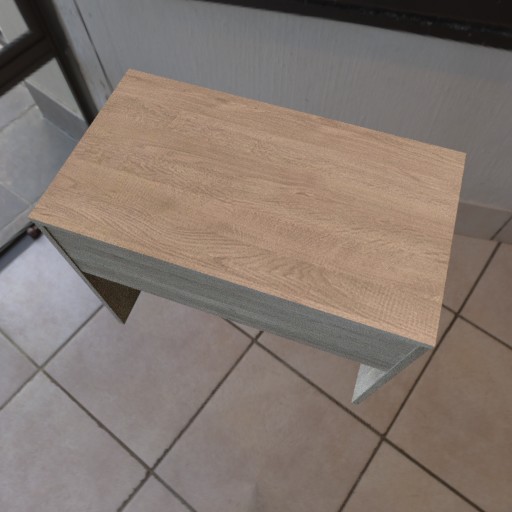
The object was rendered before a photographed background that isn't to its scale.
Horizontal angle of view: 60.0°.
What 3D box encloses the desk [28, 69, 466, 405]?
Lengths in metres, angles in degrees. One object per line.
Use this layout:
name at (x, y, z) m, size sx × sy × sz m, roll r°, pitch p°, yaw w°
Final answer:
desk at (0.000, 0.000, 1.340) m, size 0.893 × 0.724 × 0.498 m, roll 17°, pitch 64°, yaw 9°
